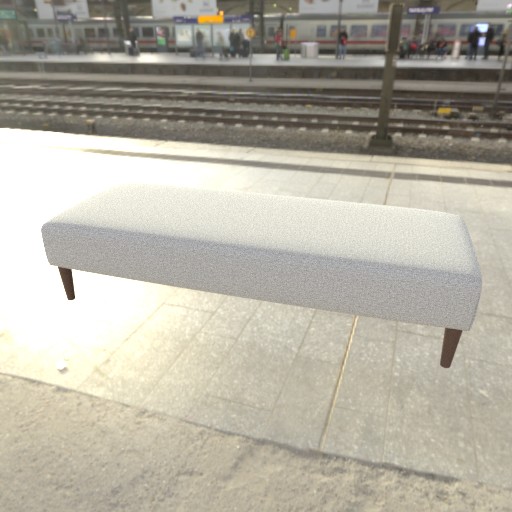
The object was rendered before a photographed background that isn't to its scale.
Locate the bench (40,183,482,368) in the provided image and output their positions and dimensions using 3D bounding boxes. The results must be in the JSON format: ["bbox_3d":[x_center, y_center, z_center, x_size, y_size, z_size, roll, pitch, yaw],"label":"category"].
[{"bbox_3d":[0.000,0.000,1.841,1.598,0.383,0.631,8,27,15],"label":"bench"}]
